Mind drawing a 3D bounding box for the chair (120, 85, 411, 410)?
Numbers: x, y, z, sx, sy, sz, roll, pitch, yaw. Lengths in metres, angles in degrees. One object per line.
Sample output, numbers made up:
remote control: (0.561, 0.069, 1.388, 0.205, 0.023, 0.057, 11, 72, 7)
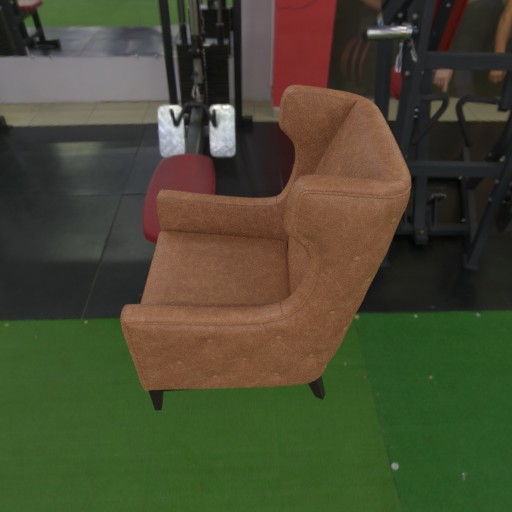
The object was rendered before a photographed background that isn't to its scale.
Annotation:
chair: (0.000, 0.000, 1.717, 0.899, 1.079, 0.766, 0, 42, 0)
